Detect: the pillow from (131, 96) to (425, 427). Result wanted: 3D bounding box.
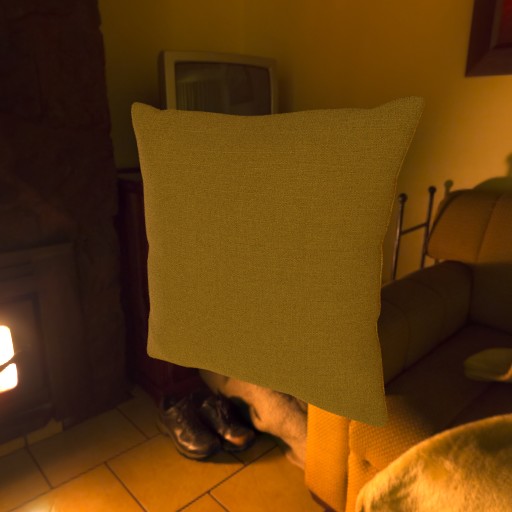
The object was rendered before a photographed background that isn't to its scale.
[{"bbox_3d":[0.000,0.000,0.651,0.429,0.436,0.159,8,18,26],"label":"pillow"}]
